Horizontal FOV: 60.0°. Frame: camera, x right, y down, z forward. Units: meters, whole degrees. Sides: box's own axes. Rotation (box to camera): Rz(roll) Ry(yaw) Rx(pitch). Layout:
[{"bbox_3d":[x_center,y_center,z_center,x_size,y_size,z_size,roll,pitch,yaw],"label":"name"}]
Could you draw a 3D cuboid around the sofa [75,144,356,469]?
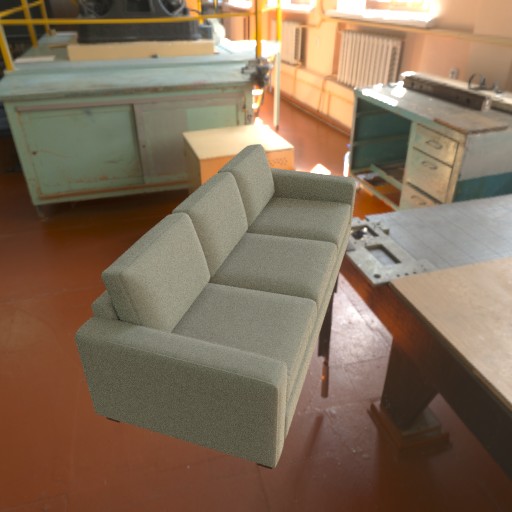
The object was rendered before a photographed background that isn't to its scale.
[{"bbox_3d":[0.000,0.000,2.657,0.900,0.800,2.160,10,33,16],"label":"sofa"}]
